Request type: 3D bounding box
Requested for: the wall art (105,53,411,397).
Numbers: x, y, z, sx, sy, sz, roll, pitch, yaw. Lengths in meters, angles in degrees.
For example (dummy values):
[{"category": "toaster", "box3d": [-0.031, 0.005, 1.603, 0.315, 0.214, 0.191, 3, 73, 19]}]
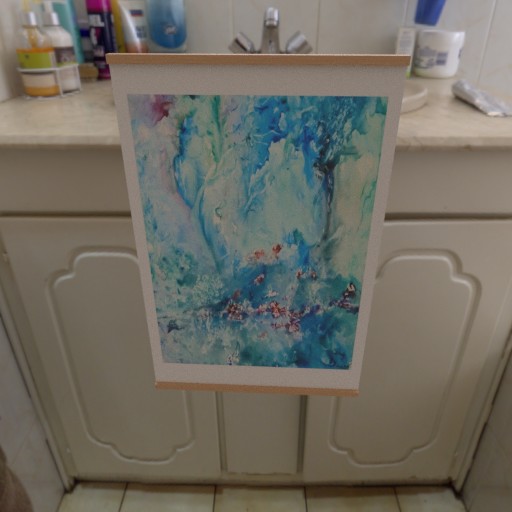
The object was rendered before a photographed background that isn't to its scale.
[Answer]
[{"category": "wall art", "box3d": [0.000, 0.000, 0.615, 0.335, 0.510, 0.013, 2, 29, 3]}]
